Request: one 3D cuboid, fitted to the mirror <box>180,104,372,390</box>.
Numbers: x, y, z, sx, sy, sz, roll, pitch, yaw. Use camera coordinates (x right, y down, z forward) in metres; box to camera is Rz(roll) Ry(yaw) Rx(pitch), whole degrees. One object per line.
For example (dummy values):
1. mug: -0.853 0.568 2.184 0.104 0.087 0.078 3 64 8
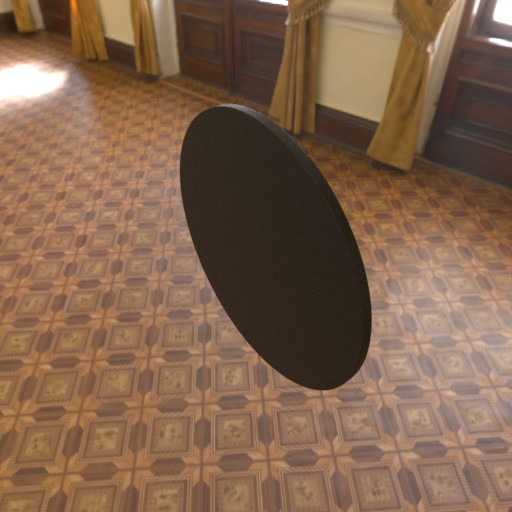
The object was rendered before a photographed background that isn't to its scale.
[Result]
1. mirror: 0.000 0.000 1.630 0.036 1.077 1.077 -25 47 -27
